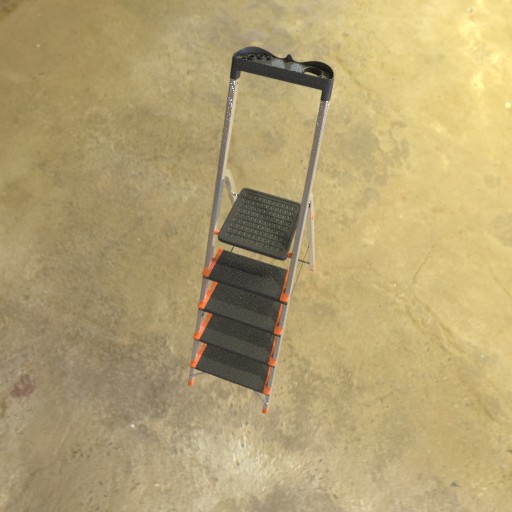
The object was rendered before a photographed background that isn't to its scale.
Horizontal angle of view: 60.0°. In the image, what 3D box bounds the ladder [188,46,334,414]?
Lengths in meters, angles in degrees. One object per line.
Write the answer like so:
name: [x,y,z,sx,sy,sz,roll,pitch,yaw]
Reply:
ladder: [0.000,0.000,2.021,0.480,1.646,0.995,17,62,10]
